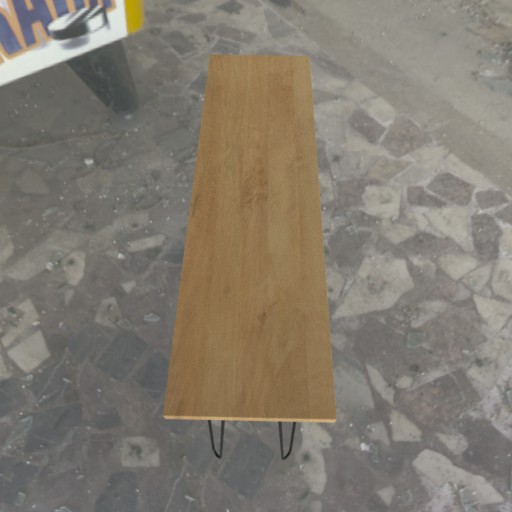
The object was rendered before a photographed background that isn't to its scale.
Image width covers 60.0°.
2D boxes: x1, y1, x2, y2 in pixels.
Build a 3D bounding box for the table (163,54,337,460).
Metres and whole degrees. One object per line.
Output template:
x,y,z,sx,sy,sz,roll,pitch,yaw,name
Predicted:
0.000,0.000,1.730,0.399,0.799,1.400,1,57,1,table
